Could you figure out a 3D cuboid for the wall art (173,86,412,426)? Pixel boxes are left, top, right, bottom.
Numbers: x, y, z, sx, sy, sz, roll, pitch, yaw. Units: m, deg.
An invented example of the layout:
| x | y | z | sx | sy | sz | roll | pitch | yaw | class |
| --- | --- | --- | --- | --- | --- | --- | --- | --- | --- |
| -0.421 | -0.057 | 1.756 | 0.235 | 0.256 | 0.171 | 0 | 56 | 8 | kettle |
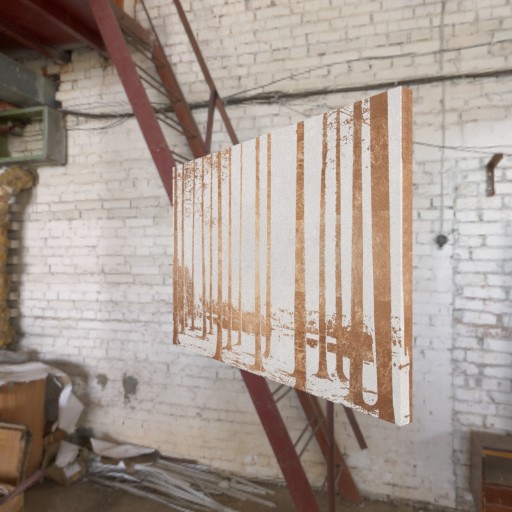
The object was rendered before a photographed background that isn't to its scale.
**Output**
| x | y | z | sx | sy | sz | roll | pitch | yaw | class |
| --- | --- | --- | --- | --- | --- | --- | --- | --- | --- |
| 0.000 | 0.000 | 1.168 | 0.035 | 0.609 | 0.914 | 0 | 0 | -37 | wall art |
